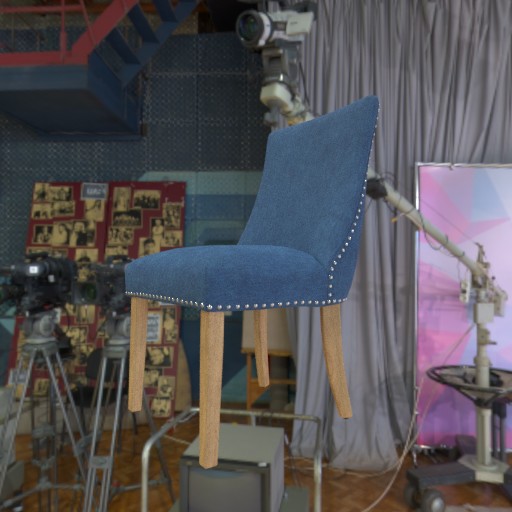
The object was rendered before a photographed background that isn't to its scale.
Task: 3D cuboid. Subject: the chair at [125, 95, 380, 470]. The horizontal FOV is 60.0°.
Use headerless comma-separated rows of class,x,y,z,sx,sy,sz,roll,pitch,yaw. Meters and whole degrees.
chair,0.000,0.000,1.270,0.610,0.902,0.495,0,0,-36
